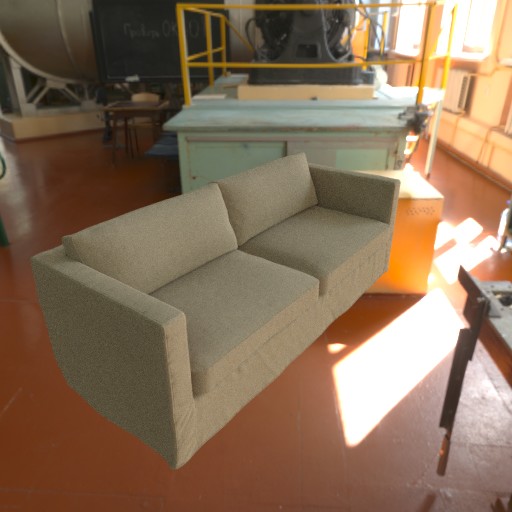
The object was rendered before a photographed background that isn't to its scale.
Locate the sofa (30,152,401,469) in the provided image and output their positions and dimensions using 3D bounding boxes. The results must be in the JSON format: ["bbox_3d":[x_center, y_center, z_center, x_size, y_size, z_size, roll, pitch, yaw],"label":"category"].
[{"bbox_3d":[0.000,0.000,2.726,0.956,0.847,2.296,19,32,33],"label":"sofa"}]
